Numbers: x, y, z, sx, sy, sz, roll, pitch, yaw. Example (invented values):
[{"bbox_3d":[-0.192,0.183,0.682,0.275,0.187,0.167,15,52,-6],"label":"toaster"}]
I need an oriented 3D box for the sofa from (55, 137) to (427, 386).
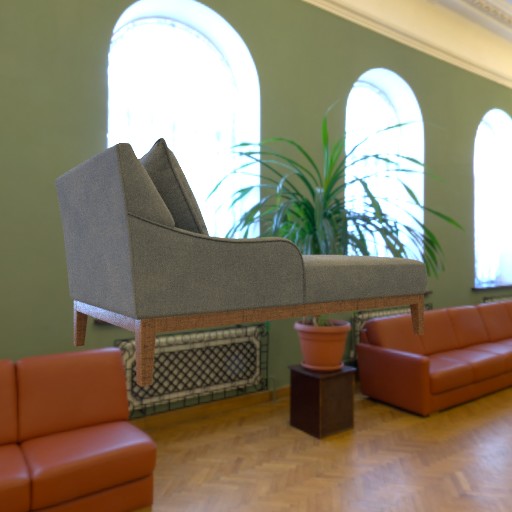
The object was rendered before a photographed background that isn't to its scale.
[{"bbox_3d":[0.000,0.000,2.327,1.779,0.883,0.904,0,0,-37],"label":"sofa"}]
